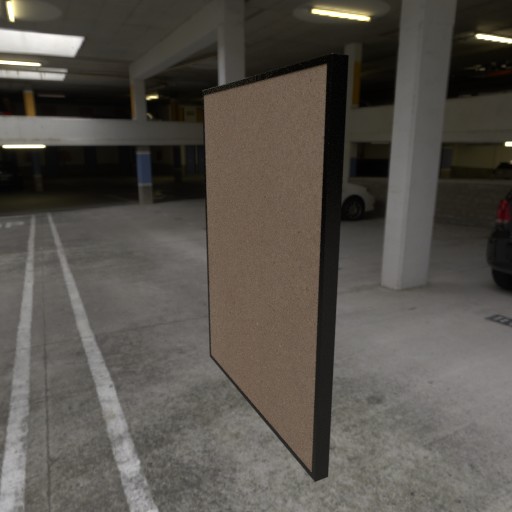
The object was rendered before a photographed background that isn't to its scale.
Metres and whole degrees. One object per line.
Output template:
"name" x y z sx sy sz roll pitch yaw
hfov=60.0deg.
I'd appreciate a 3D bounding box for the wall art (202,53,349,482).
"wall art" 0.000 0.000 1.389 0.043 1.046 0.788 -7 16 -25
